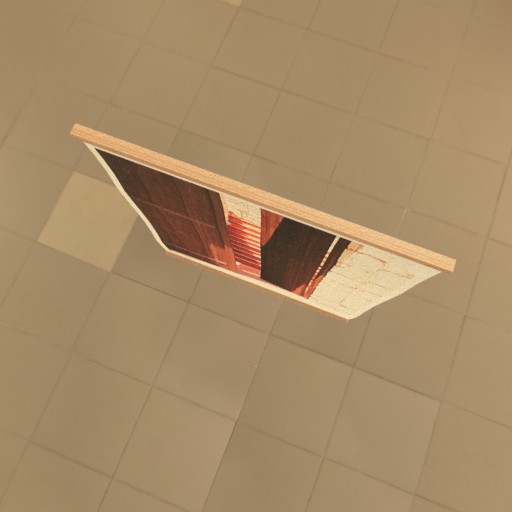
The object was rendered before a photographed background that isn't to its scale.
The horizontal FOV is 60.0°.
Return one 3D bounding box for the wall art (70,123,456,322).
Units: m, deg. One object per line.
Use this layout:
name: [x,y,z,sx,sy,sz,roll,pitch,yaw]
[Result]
wall art: [0.000,0.000,0.686,0.406,0.508,0.013,20,77,5]
